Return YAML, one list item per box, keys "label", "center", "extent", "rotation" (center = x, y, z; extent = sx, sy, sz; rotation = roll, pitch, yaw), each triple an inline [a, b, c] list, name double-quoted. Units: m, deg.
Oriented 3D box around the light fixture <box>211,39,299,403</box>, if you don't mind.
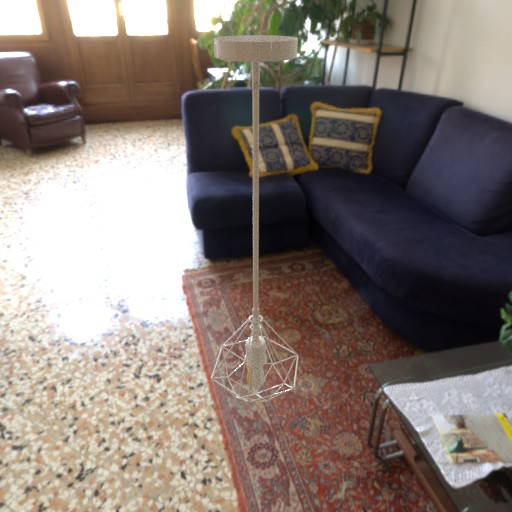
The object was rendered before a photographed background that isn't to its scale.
- label: "light fixture"
  center: [0.000, 0.000, 1.996]
  extent: [0.487, 1.764, 0.431]
  rotation: [22, 37, 33]
